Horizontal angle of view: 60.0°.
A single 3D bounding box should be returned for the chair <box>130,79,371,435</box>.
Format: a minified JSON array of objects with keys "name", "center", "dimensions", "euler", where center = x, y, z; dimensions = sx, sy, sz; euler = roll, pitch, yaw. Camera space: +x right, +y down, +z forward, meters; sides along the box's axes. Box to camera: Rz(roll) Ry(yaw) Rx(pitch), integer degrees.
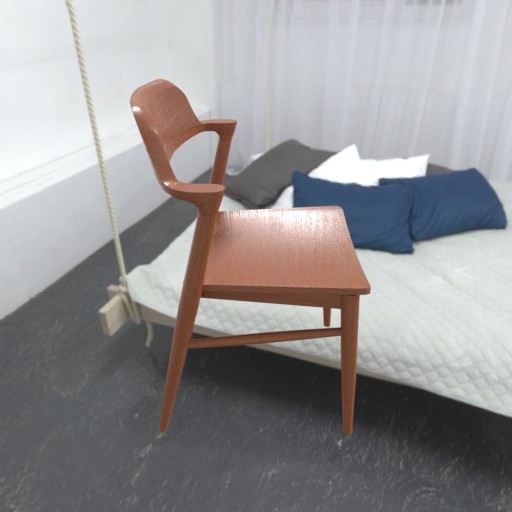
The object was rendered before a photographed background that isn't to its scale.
[{"name":"chair","center":[0.000,0.000,1.119],"dimensions":[0.499,0.801,0.496],"euler":[0,31,1]}]
